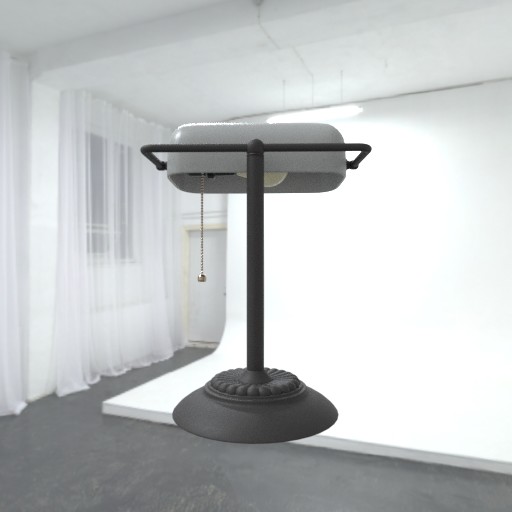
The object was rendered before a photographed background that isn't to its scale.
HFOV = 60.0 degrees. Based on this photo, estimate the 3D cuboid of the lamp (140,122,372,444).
[{"bbox_3d":[0.000,0.000,0.519,0.264,0.339,0.243,0,-1,1],"label":"lamp"}]
